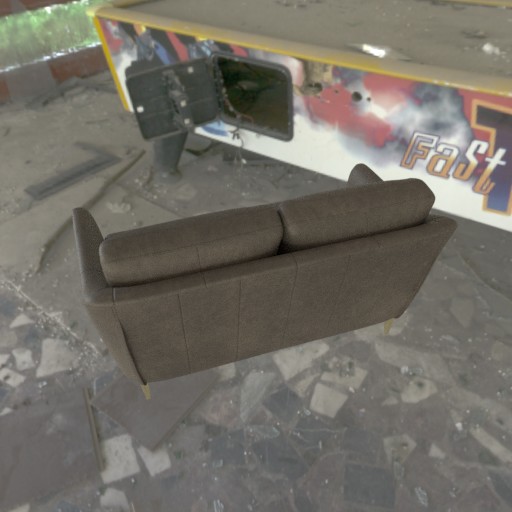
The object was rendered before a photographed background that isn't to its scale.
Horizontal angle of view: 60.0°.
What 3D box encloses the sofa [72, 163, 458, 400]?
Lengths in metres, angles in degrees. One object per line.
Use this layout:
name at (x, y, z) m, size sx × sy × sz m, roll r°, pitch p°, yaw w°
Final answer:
sofa at (0.000, 0.000, 2.139) m, size 1.619 × 0.902 × 0.960 m, roll -12°, pitch 41°, yaw -14°
